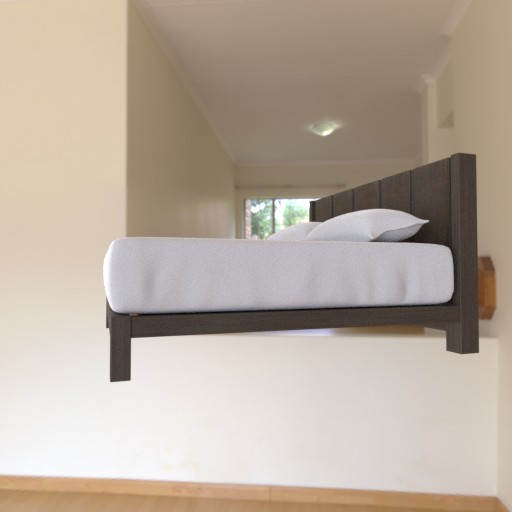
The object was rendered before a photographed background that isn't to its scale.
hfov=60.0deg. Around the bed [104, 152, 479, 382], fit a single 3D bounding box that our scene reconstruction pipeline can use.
[{"bbox_3d":[0.000,0.000,3.452,2.238,1.261,2.143,1,-2,-19],"label":"bed"}]
